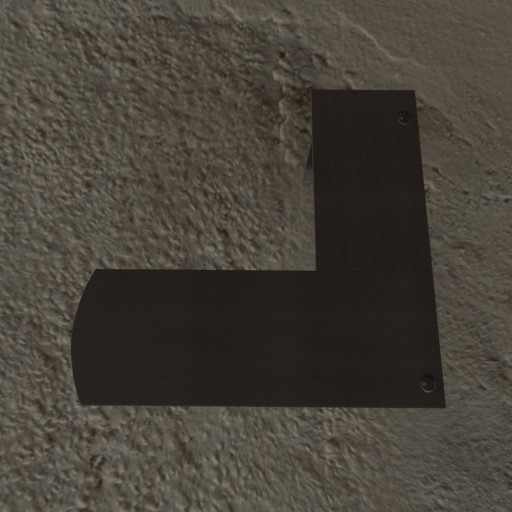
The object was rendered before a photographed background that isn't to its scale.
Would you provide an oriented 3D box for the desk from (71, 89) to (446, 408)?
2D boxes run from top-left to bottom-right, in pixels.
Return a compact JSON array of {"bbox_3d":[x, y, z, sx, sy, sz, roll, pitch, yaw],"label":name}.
[{"bbox_3d":[0.000,0.000,2.088,1.361,0.716,1.303,0,75,0],"label":"desk"}]
